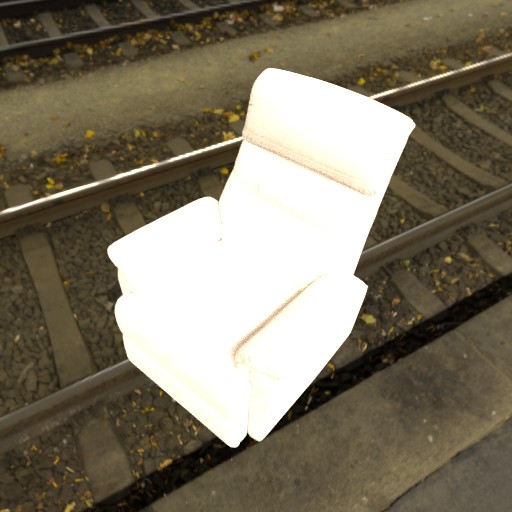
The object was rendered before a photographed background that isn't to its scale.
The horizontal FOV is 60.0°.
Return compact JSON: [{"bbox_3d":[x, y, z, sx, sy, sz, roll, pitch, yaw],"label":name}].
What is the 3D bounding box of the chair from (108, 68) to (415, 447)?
[{"bbox_3d":[0.000,0.000,1.696,0.820,1.039,1.001,31,54,25],"label":"chair"}]
